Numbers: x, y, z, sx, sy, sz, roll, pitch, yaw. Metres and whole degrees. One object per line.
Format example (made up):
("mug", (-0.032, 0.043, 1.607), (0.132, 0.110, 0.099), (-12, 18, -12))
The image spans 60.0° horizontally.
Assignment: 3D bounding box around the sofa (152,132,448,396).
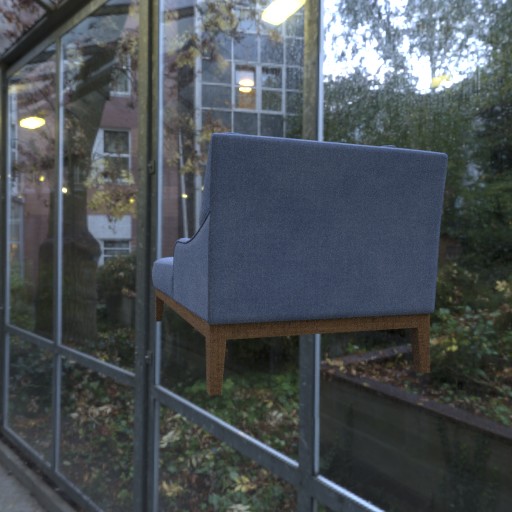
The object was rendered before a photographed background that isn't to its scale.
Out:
("sofa", (0.000, 0.000, 2.309), (0.904, 0.883, 1.779), (0, 0, -19))
